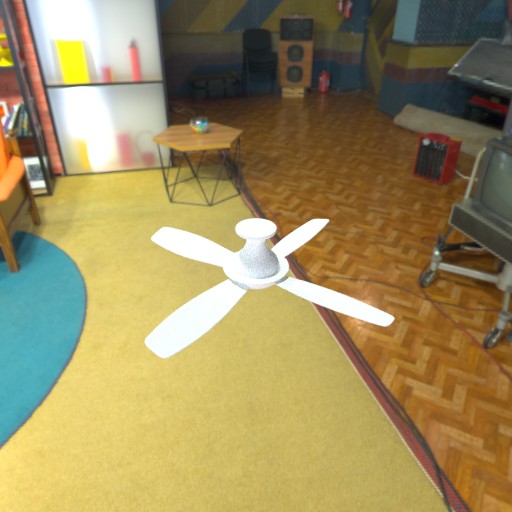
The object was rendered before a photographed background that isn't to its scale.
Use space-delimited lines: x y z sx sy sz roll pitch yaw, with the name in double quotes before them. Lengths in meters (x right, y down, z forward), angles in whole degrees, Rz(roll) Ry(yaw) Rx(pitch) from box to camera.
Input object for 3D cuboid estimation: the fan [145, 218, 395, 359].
"fan" 0.000 0.000 2.624 1.693 0.382 1.694 20 36 29
